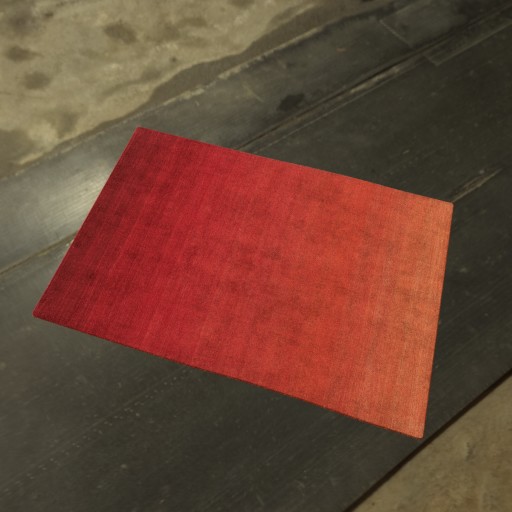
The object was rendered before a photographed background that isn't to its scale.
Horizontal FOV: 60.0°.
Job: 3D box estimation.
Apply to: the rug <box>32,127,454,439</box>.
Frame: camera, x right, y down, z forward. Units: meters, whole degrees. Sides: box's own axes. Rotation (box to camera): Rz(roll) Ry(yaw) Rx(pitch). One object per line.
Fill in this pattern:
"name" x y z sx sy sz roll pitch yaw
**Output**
"rug" 0.000 0.000 2.226 1.835 0.018 1.230 15 65 8
